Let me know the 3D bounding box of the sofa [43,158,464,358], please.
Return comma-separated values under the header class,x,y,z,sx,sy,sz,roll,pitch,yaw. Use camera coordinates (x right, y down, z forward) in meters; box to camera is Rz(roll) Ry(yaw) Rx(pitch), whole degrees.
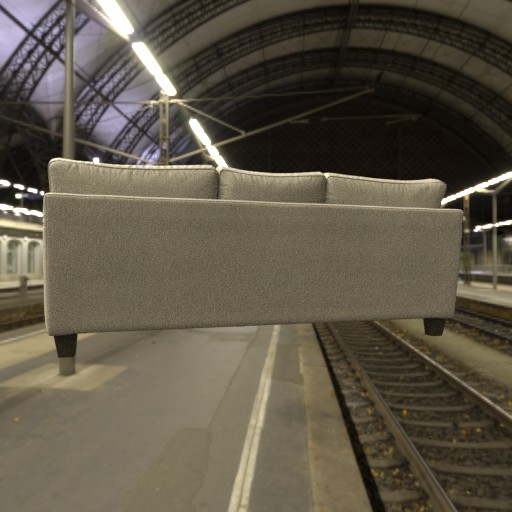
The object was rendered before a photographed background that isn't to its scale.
class,x,y,z,sx,sy,sz,roll,pitch,yaw
sofa,0.000,0.000,2.787,2.323,0.991,1.016,0,-1,-17
